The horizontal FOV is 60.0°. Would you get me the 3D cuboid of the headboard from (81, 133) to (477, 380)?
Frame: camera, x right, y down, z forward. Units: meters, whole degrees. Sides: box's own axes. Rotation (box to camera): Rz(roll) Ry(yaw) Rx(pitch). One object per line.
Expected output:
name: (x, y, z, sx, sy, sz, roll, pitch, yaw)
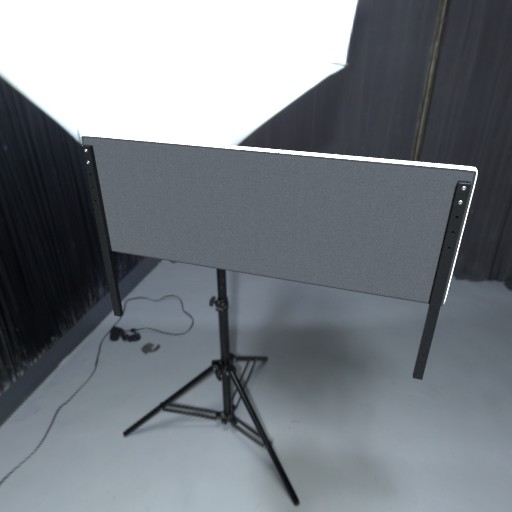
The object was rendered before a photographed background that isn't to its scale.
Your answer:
headboard: (0.000, 0.000, 2.893, 2.362, 1.410, 0.120, 9, 31, 15)
